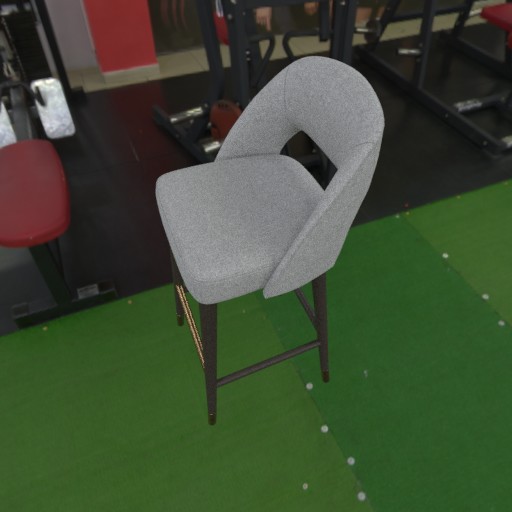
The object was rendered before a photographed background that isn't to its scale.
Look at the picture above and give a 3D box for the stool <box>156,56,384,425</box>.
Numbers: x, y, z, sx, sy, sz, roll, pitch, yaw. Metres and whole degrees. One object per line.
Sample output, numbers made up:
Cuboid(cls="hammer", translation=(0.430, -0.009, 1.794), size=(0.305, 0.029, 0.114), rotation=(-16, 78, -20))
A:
Cuboid(cls="stool", translation=(0.000, 0.000, 1.323), size=(0.509, 1.037, 0.494), rotation=(-16, 49, -14))
